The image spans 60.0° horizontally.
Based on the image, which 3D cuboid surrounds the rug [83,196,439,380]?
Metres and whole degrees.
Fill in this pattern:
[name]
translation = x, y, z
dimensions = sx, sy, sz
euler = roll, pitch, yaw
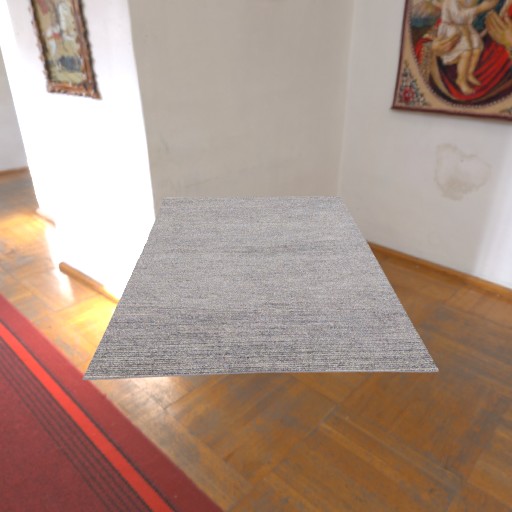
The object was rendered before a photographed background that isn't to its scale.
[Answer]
[rug]
translation = 0.000, 0.000, 3.002
dimensions = 1.604, 0.030, 2.307
euler = -1, 28, -1
